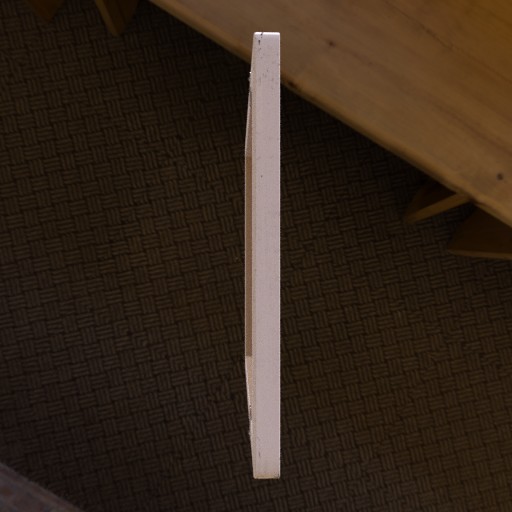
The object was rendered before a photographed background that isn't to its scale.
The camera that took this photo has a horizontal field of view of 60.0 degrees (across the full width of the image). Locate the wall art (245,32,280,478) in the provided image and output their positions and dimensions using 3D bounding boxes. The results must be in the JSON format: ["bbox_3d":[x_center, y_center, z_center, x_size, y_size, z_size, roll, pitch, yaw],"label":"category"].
[{"bbox_3d":[0.000,0.000,0.907,0.040,0.611,0.610,0,90,-2],"label":"wall art"}]
